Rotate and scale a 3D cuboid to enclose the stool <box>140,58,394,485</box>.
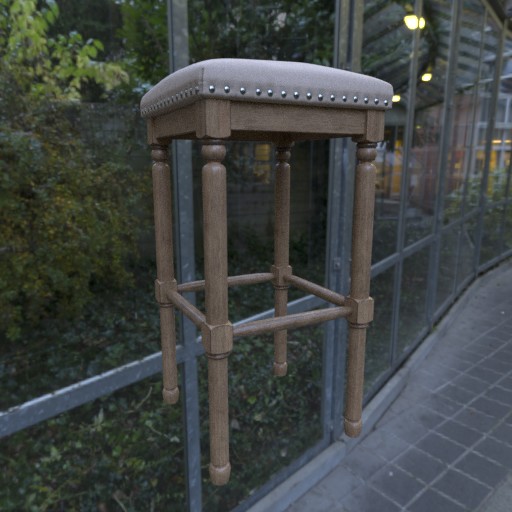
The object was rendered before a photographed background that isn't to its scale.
[{"bbox_3d":[0.000,0.000,0.960,0.382,0.768,0.383,-6,13,-27],"label":"stool"}]
